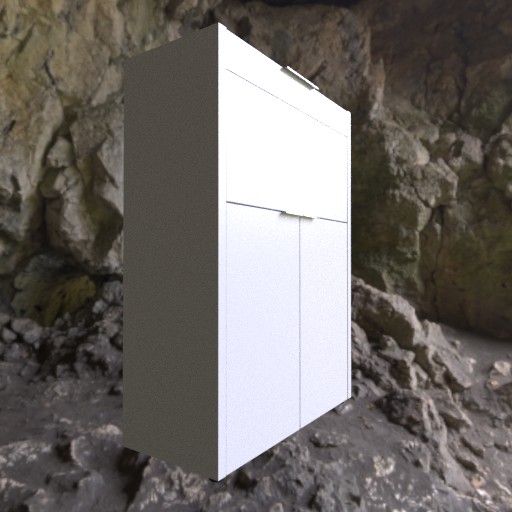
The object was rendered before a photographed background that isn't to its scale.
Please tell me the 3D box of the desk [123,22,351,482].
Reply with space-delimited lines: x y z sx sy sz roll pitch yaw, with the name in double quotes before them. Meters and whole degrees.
"desk" 0.000 0.000 1.583 0.390 1.190 0.850 0 -1 35
